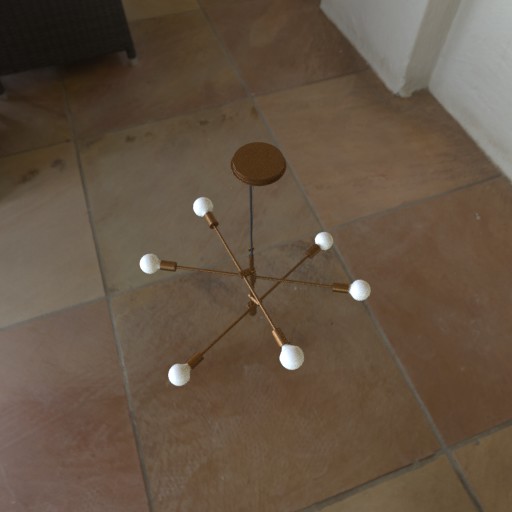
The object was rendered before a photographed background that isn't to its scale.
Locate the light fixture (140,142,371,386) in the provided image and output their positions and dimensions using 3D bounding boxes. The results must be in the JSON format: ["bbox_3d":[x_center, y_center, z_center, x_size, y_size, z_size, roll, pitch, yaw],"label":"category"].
[{"bbox_3d":[0.000,0.000,1.266,0.682,0.744,0.637,-14,59,-9],"label":"light fixture"}]
